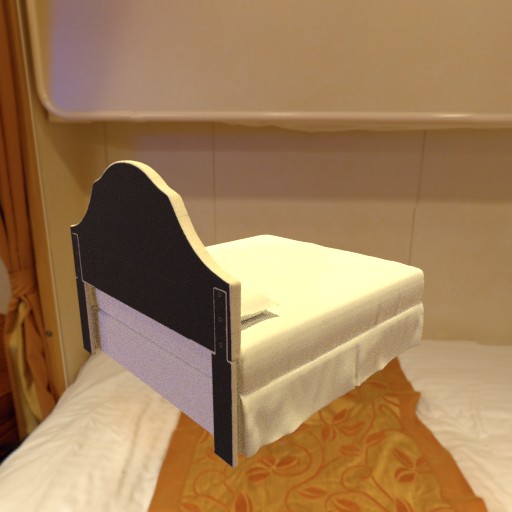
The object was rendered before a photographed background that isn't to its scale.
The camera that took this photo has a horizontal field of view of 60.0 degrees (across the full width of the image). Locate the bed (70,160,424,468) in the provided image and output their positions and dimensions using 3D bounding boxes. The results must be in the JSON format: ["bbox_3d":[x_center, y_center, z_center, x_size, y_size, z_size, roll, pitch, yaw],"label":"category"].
[{"bbox_3d":[0.000,0.000,3.634,2.214,1.615,2.008,-14,21,-42],"label":"bed"}]
